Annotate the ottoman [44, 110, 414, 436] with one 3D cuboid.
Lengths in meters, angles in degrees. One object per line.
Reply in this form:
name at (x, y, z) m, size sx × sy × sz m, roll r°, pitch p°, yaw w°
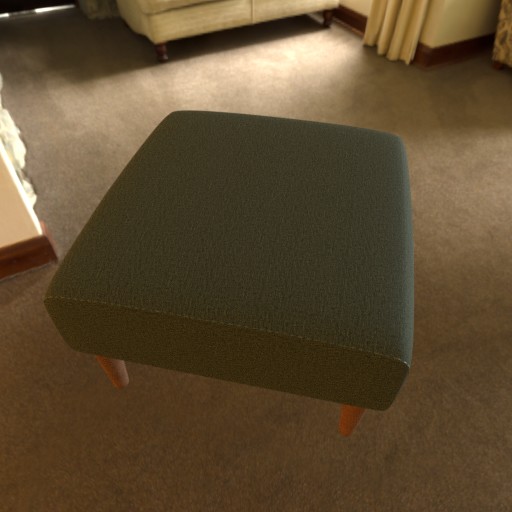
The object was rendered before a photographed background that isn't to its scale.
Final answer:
ottoman at (0.000, 0.000, 1.033) m, size 0.649 × 0.398 × 0.650 m, roll 9°, pitch 47°, yaw 8°
